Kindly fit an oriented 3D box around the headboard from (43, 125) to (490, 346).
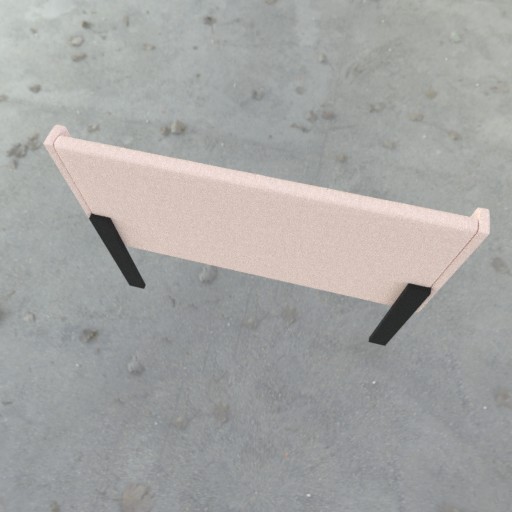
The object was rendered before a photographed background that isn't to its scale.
[{"bbox_3d":[0.000,0.000,2.671,2.051,1.524,0.184,12,63,7],"label":"headboard"}]
